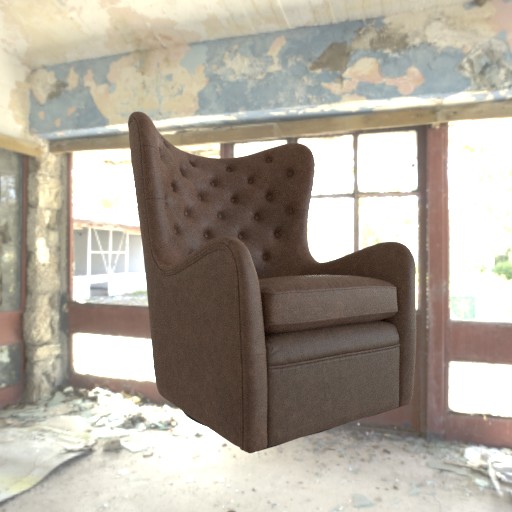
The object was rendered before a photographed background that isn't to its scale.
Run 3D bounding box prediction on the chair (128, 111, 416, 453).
[{"bbox_3d":[0.000,0.000,1.698,0.831,1.079,0.930,0,0,-35],"label":"chair"}]
